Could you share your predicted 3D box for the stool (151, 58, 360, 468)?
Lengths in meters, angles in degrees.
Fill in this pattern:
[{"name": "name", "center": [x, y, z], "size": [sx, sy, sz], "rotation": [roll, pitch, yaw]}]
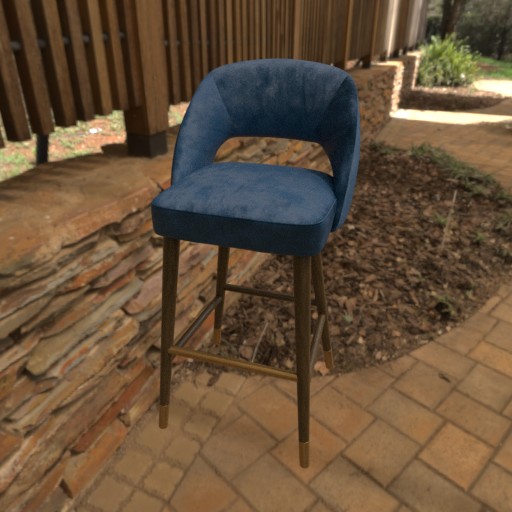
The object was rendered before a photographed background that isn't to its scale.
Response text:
[{"name": "stool", "center": [0.000, 0.000, 1.280], "size": [0.514, 1.016, 0.515], "rotation": [9, 29, 16]}]
